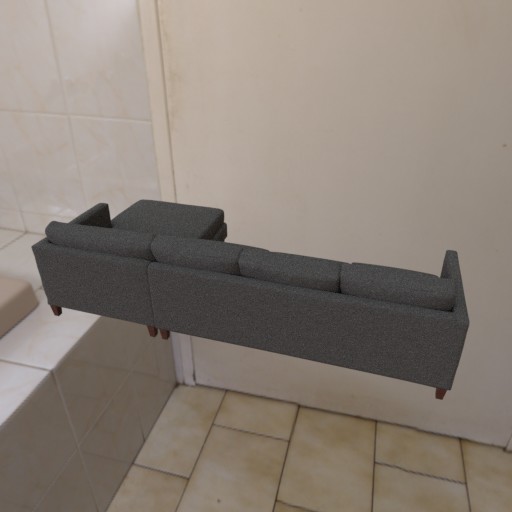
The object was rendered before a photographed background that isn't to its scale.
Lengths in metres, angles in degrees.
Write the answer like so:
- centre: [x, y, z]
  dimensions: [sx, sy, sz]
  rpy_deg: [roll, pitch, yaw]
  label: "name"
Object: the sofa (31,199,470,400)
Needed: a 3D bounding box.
- centre: [0.000, 0.000, 3.824]
  dimensions: [3.186, 0.846, 1.625]
  rpy_deg: [9, 31, 15]
  label: "sofa"
